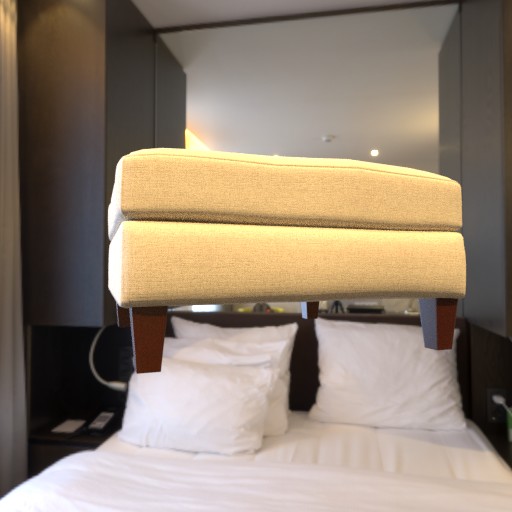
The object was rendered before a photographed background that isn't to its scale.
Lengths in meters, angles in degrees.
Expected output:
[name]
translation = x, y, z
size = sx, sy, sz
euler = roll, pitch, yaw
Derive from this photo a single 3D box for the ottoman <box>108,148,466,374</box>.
[ottoman]
translation = 0.000, 0.000, 1.338
size = 0.838, 0.478, 0.838
euler = 1, -2, -20
